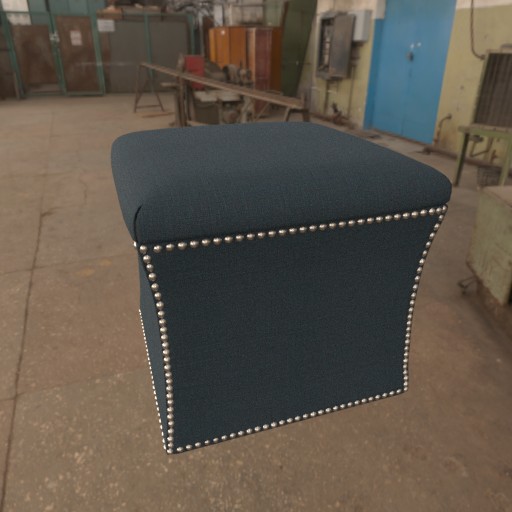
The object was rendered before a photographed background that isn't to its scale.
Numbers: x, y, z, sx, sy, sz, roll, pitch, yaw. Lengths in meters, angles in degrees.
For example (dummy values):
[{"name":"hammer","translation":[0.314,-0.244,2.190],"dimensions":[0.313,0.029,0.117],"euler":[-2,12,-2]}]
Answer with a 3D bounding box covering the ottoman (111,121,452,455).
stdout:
[{"name":"ottoman","translation":[0.000,0.000,0.901],"dimensions":[0.507,0.475,0.497],"euler":[-8,27,-17]}]
